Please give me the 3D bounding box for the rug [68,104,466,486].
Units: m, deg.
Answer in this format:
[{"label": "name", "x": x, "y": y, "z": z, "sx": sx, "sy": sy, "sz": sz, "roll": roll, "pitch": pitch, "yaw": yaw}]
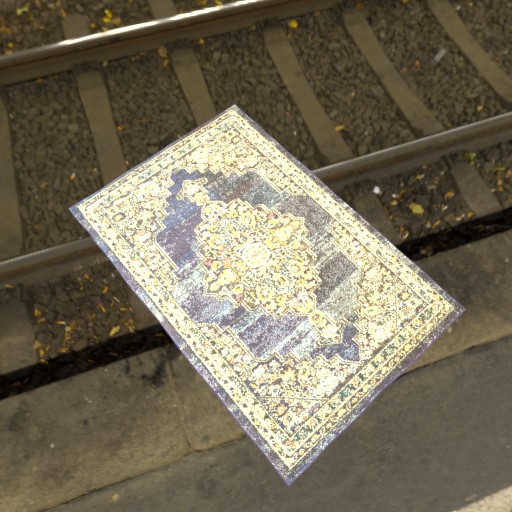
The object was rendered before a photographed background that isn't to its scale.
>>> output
[{"label": "rug", "x": 0.000, "y": 0.000, "z": 2.290, "sx": 1.184, "sy": 0.012, "sz": 1.781, "roll": -38, "pitch": 70, "yaw": -17}]
